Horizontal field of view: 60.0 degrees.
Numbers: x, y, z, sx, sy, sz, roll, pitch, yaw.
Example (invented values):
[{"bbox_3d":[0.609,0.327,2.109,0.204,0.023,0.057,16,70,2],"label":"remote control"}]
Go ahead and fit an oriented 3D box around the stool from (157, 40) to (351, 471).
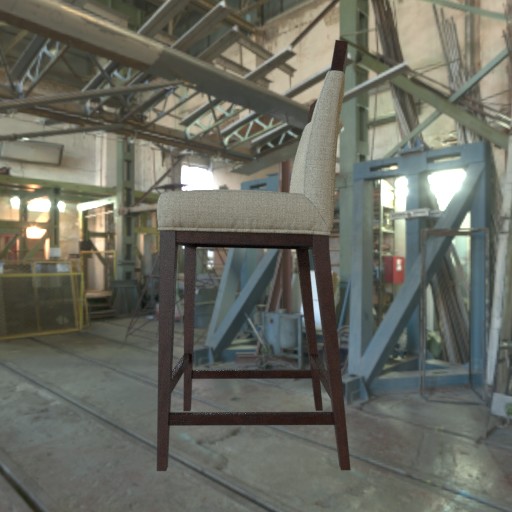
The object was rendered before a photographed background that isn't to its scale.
[{"bbox_3d":[0.000,0.000,1.257,0.480,1.011,0.463,0,0,-1],"label":"stool"}]
